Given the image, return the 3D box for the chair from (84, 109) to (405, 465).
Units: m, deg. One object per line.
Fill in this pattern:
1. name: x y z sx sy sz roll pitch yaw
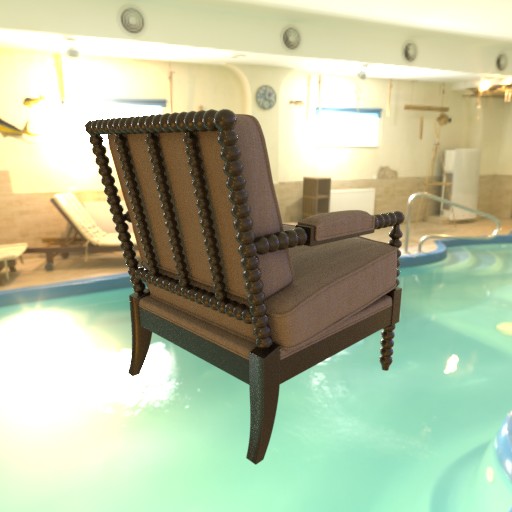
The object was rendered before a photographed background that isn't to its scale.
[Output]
1. chair: 0.000 0.000 1.120 0.622 0.661 0.540 -14 20 -43
